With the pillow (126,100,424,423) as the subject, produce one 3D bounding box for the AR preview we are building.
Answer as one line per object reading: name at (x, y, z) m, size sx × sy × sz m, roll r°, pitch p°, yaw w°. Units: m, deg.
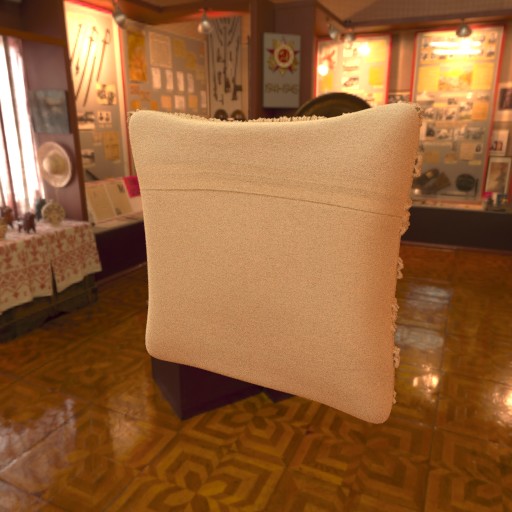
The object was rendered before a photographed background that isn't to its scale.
pillow at (0.000, 0.000, 0.655) m, size 0.437 × 0.427 × 0.145 m, roll 8°, pitch 18°, yaw 26°
